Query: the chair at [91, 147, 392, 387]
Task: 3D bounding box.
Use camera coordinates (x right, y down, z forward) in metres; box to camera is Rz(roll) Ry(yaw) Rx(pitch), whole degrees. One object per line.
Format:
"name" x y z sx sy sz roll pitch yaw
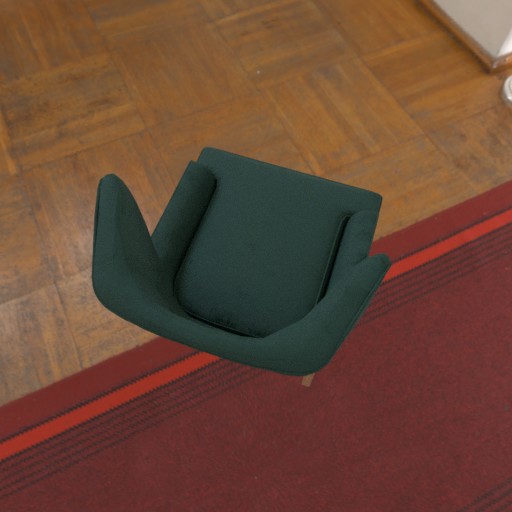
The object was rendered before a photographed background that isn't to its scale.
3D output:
"chair" 0.000 0.000 1.604 0.793 0.952 0.910 17 65 8
